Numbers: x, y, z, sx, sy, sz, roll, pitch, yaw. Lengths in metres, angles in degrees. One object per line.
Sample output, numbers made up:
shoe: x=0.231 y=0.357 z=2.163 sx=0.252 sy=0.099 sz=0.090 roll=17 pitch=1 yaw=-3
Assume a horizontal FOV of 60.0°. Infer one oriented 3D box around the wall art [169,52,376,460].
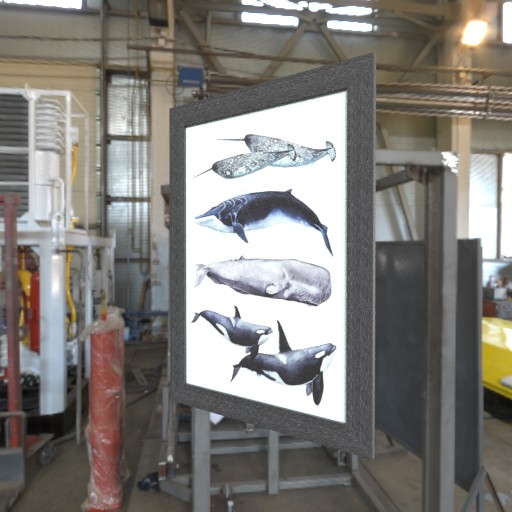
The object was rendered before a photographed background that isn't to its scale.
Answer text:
wall art: x=0.000 y=0.000 z=1.461 sx=0.810 sy=1.116 sz=0.016 roll=1 pitch=1 yaw=37
